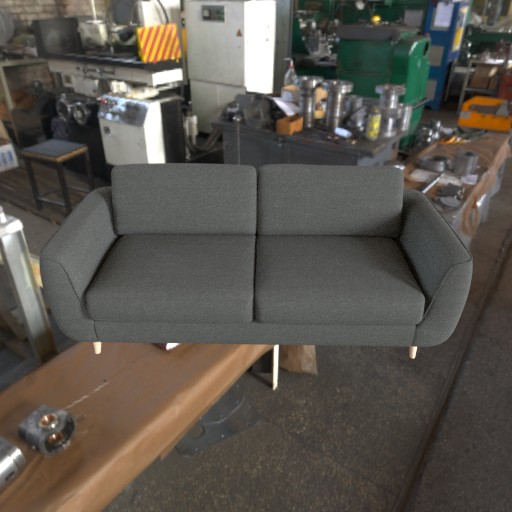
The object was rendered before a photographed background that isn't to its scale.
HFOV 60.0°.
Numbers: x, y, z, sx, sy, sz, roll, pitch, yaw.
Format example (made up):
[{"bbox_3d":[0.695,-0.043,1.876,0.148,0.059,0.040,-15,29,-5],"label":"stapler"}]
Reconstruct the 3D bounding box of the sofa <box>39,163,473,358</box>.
[{"bbox_3d":[0.000,0.000,2.424,2.000,0.850,0.920,1,31,1],"label":"sofa"}]
